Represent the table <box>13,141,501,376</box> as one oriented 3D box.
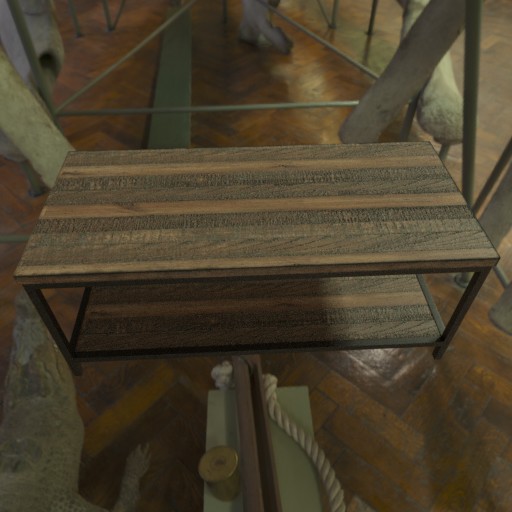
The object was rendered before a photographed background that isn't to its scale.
[{"bbox_3d":[0.000,0.000,1.198,0.990,0.399,0.452,-2,46,-2],"label":"table"}]
